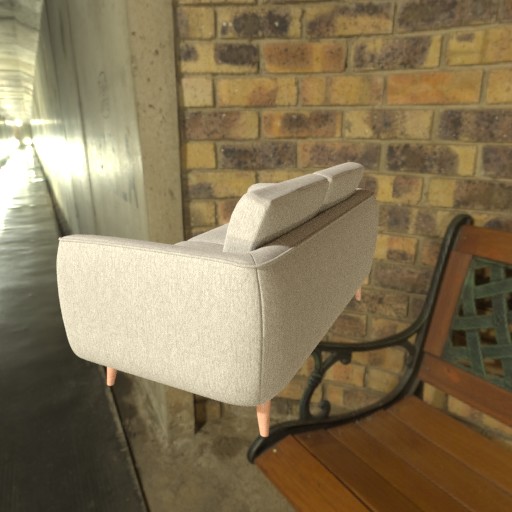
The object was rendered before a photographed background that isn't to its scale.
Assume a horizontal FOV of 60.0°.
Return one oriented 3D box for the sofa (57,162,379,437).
[{"bbox_3d":[0.000,0.000,2.210,0.920,0.850,1.700,8,19,25],"label":"sofa"}]
